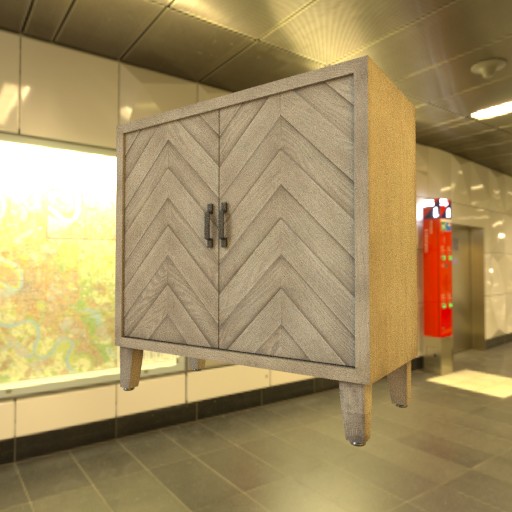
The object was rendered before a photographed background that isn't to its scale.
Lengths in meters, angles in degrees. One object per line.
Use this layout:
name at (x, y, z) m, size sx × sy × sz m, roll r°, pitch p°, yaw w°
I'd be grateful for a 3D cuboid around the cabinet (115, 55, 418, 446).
cabinet at (0.000, 0.000, 1.242) m, size 0.781 × 0.787 × 0.370 m, roll -1°, pitch -2°, yaw 35°
